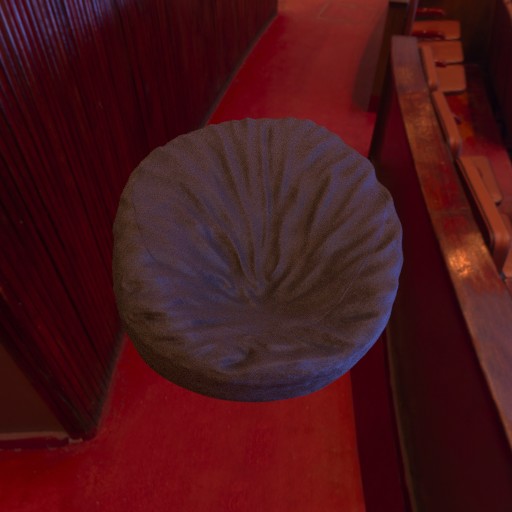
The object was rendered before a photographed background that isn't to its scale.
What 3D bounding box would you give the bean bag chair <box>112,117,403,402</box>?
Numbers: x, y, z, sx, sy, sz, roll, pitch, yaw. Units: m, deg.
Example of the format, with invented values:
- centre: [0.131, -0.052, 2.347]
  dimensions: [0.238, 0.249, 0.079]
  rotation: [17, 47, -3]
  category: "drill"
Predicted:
- centre: [0.000, 0.000, 1.987]
  dimensions: [1.245, 0.821, 1.245]
  rotation: [0, 46, 0]
  category: "bean bag chair"
